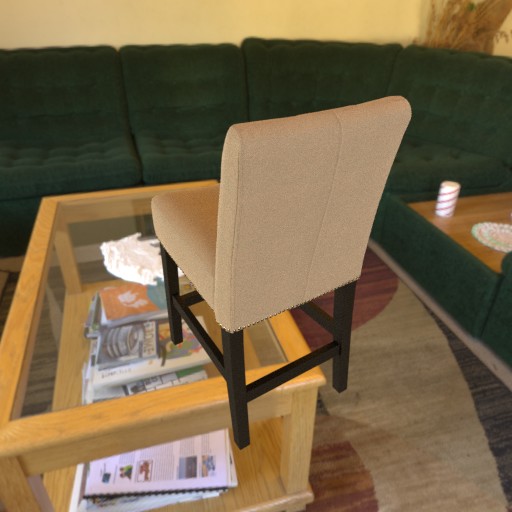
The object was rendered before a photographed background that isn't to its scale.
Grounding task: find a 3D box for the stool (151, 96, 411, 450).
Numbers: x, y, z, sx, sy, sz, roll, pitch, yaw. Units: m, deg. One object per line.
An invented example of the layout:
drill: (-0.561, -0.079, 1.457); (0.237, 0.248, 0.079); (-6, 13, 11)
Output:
stool: (0.000, 0.000, 1.215); (0.427, 0.885, 0.571); (-19, 37, -28)
